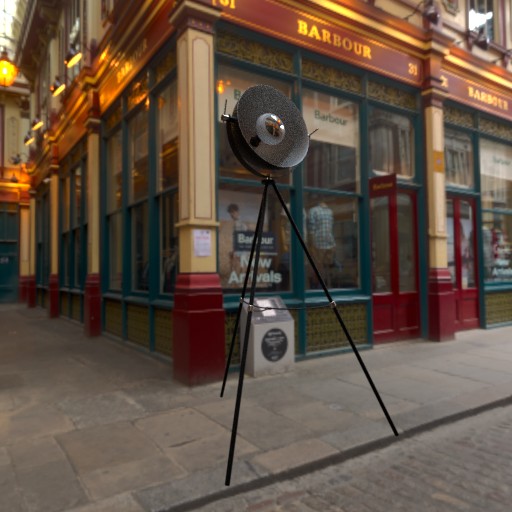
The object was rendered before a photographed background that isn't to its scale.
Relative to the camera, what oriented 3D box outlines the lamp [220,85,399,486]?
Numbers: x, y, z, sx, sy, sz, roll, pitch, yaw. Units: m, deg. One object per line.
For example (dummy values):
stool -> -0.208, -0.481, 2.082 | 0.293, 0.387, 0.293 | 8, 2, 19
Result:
lamp -> 0.000, 0.000, 2.013 | 0.817, 1.512, 0.920 | 1, -2, -35
